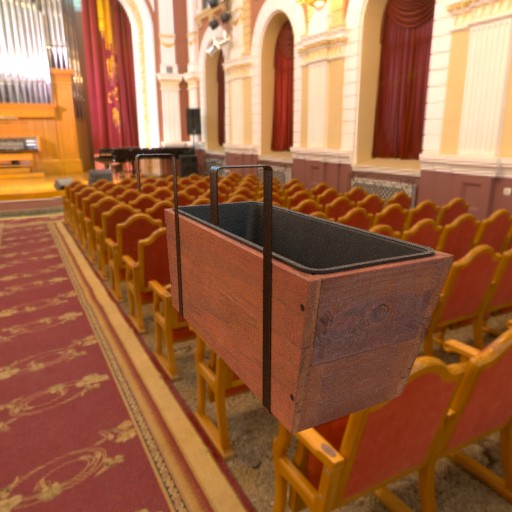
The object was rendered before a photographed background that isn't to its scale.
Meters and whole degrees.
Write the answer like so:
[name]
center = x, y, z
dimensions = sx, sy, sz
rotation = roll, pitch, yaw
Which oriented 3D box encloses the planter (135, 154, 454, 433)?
[planter]
center = 0.000, 0.000, 0.663
dimensions = 0.262, 0.289, 0.480
rotation = -8, 17, -26
